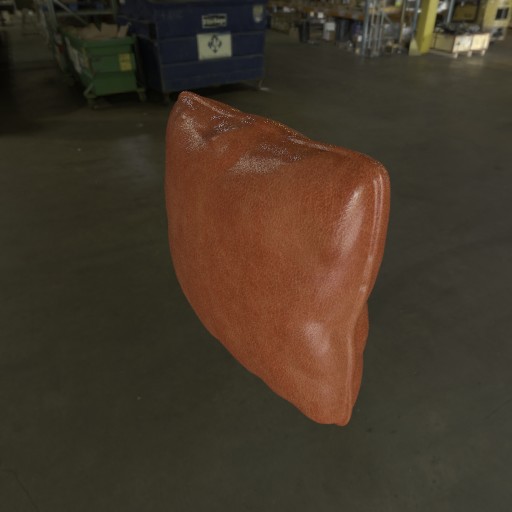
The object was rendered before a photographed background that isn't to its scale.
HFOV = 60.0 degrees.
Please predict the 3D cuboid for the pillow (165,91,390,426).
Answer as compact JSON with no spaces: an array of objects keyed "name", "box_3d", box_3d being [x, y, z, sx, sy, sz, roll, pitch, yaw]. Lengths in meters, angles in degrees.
[{"name":"pillow","box_3d":[0.000,0.000,0.845,0.236,0.523,0.532,-23,39,-31]}]
